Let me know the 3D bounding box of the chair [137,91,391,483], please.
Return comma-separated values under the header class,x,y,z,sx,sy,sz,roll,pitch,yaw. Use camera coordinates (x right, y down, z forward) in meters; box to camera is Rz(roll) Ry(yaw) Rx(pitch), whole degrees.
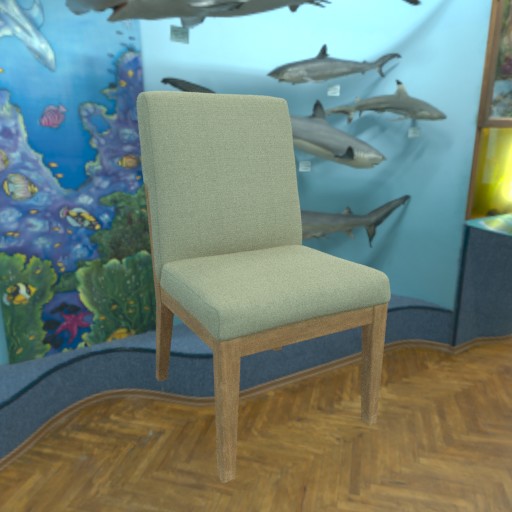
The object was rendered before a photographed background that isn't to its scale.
class,x,y,z,sx,sy,sz,roll,pitch,yaw
chair,0.000,0.000,1.258,0.507,0.911,0.586,-8,17,-28
